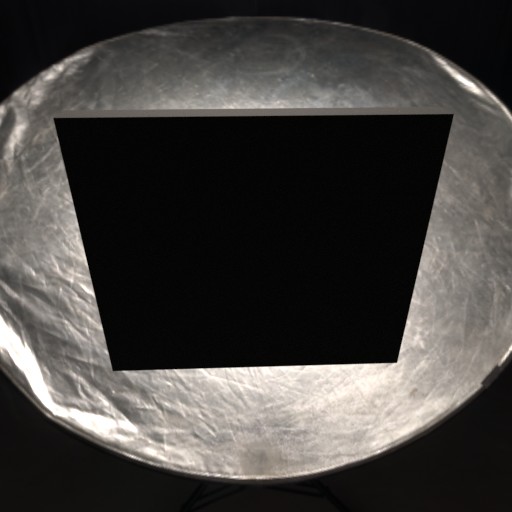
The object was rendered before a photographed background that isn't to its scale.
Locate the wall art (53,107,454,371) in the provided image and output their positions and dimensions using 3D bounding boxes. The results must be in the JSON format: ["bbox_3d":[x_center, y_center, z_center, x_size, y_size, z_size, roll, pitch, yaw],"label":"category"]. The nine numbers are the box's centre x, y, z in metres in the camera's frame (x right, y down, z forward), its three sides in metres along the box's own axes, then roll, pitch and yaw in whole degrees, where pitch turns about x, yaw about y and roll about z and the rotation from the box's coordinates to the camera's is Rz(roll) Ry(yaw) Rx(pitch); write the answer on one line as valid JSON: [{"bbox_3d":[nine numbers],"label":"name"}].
[{"bbox_3d":[0.000,0.000,0.520,0.381,0.330,0.031,-1,31,-2],"label":"wall art"}]
